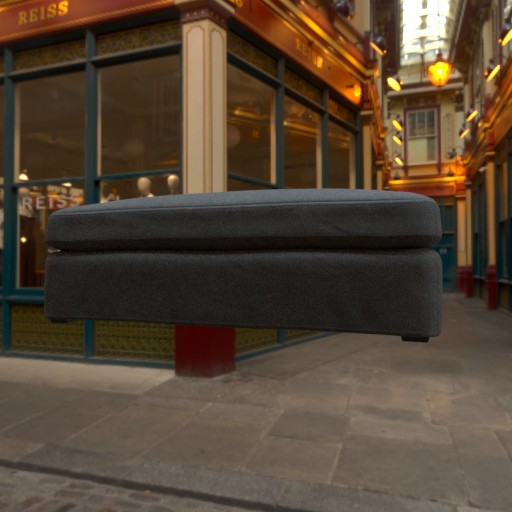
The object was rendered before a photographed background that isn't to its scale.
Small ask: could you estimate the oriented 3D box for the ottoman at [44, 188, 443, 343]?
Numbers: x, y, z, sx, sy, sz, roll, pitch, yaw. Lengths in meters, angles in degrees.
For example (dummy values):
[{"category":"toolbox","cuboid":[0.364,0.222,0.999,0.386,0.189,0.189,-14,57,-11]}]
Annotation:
[{"category":"ottoman","cuboid":[0.000,0.000,1.612,1.199,0.429,0.840,0,-1,18]}]
